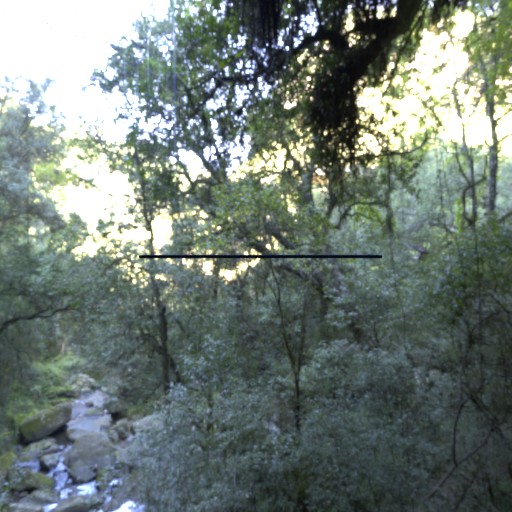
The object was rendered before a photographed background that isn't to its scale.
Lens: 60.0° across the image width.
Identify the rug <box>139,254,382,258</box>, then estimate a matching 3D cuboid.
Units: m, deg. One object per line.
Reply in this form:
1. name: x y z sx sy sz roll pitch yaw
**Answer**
1. rug: 0.000 0.000 2.602 0.769 0.012 2.448 0 0 -1
